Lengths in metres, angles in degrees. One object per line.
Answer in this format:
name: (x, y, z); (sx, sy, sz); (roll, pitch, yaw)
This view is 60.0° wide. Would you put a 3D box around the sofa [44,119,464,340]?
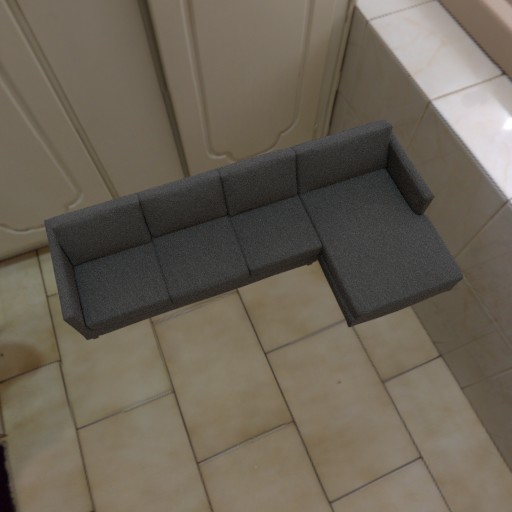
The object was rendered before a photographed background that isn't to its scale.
sofa: (0.000, 0.000, 3.814); (3.186, 0.846, 1.625); (-18, 66, -9)
